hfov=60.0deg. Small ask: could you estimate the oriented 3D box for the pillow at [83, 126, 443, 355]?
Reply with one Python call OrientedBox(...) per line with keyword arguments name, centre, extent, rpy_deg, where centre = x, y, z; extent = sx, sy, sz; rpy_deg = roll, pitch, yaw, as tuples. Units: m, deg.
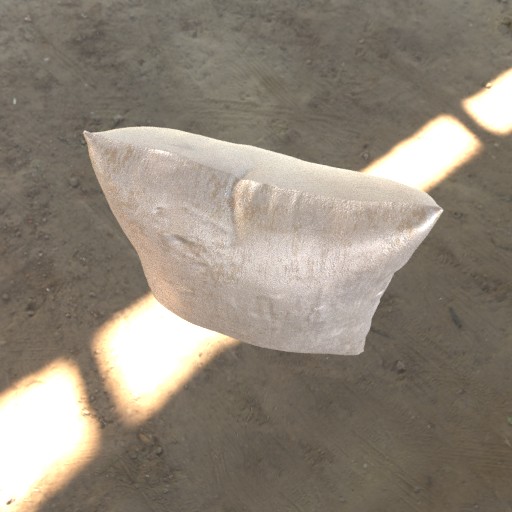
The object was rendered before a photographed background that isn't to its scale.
OrientedBox(name="pillow", centre=(0.000, 0.000, 0.716), extent=(0.450, 0.448, 0.245), rpy_deg=(16, 60, 9))
